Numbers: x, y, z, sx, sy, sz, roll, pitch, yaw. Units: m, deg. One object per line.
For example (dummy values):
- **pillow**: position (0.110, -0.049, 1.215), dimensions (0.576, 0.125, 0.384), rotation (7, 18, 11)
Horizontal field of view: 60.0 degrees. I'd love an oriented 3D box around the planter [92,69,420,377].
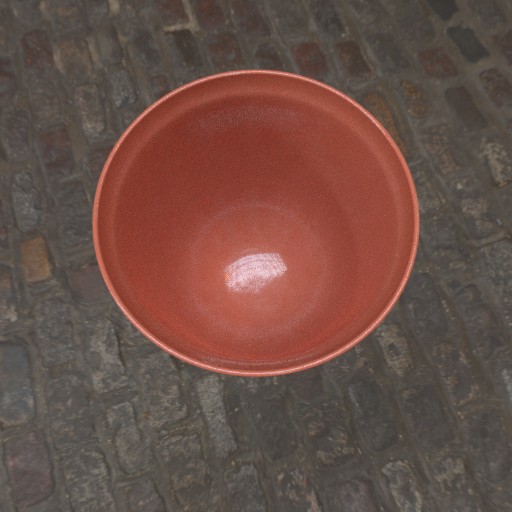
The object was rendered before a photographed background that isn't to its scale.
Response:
- **planter**: position (0.000, 0.000, 0.367), dimensions (0.195, 0.214, 0.195), rotation (0, 74, 0)
